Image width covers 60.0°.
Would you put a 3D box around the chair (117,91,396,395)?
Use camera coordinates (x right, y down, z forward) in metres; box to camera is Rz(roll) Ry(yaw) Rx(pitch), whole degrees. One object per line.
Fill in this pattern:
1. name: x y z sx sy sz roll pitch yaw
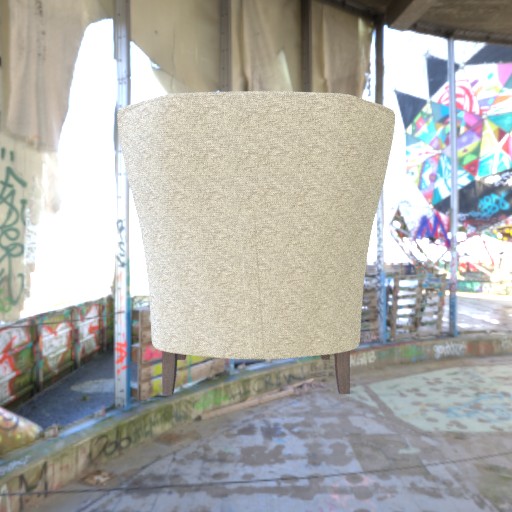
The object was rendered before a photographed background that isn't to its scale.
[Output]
1. chair: 0.000 0.000 1.643 0.820 0.920 0.910 0 0 -1
